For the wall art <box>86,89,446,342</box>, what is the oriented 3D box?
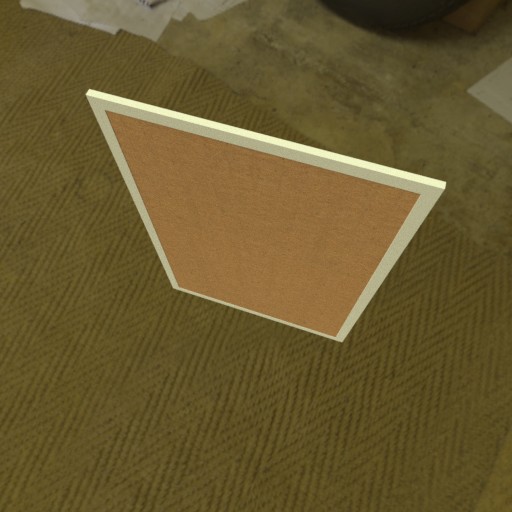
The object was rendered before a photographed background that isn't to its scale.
[{"bbox_3d":[0.000,0.000,1.212,0.660,0.965,0.015,17,65,8],"label":"wall art"}]
